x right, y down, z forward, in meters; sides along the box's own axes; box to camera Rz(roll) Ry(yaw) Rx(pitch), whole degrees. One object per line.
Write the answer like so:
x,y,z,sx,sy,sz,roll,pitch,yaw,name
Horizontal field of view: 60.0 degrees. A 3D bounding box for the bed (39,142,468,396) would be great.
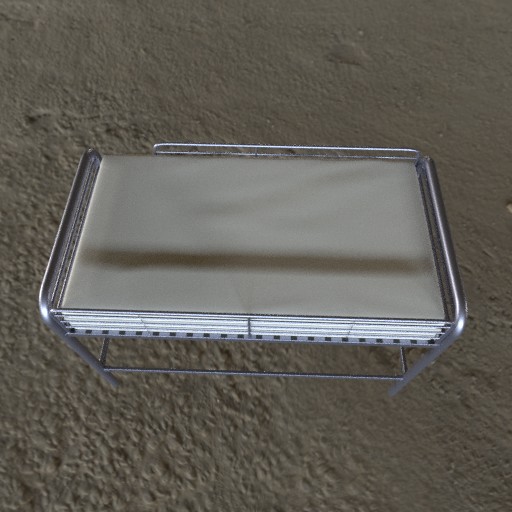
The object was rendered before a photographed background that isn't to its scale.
0.000,0.000,2.869,1.965,1.288,1.415,2,59,1,bed
